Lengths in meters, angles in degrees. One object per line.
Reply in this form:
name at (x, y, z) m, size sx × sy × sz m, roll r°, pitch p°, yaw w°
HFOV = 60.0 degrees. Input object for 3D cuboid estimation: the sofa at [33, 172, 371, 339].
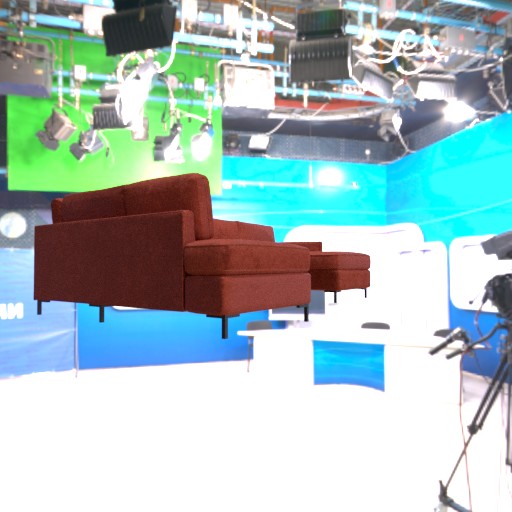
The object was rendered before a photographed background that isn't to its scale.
sofa at (0.000, 0.000, 4.391) m, size 2.055 × 0.992 × 3.434 m, roll -1°, pitch -1°, yaw 36°
